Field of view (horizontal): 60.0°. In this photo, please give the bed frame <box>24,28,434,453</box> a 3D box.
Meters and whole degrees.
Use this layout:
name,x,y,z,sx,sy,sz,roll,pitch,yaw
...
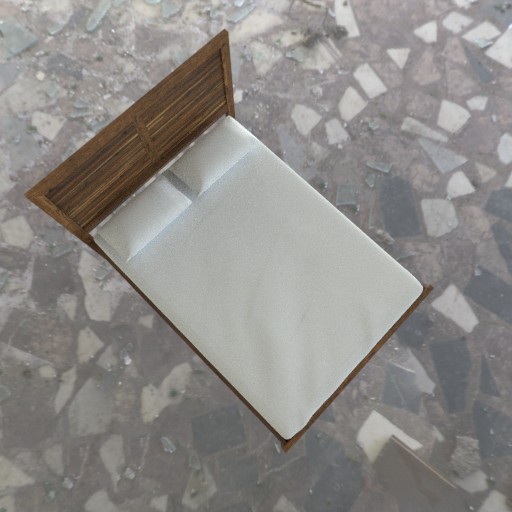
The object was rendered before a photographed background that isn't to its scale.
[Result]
name,x,y,z,sx,sy,sz,roll,pitch,yaw
bed frame,0.000,0.000,3.310,2.276,1.417,1.696,44,79,11
